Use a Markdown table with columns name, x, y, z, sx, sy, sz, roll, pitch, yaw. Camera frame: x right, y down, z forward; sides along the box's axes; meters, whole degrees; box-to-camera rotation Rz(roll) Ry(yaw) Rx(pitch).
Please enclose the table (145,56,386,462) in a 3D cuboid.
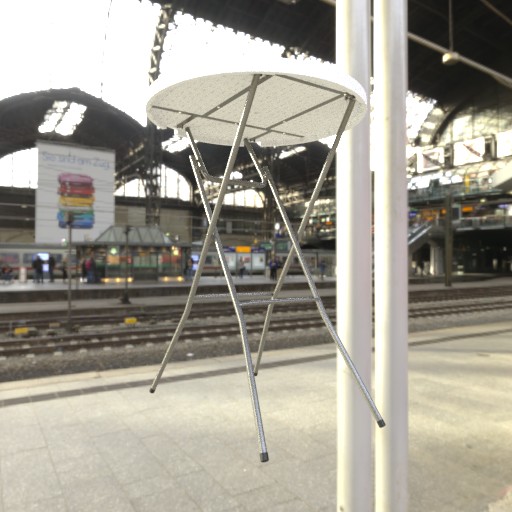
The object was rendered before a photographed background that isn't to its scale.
| name | x | y | z | sx | sy | sz | roll | pitch | yaw |
| --- | --- | --- | --- | --- | --- | --- | --- | --- | --- |
| table | 0.000 | 0.000 | 1.623 | 0.792 | 1.105 | 0.795 | 1 | -1 | -33 |
